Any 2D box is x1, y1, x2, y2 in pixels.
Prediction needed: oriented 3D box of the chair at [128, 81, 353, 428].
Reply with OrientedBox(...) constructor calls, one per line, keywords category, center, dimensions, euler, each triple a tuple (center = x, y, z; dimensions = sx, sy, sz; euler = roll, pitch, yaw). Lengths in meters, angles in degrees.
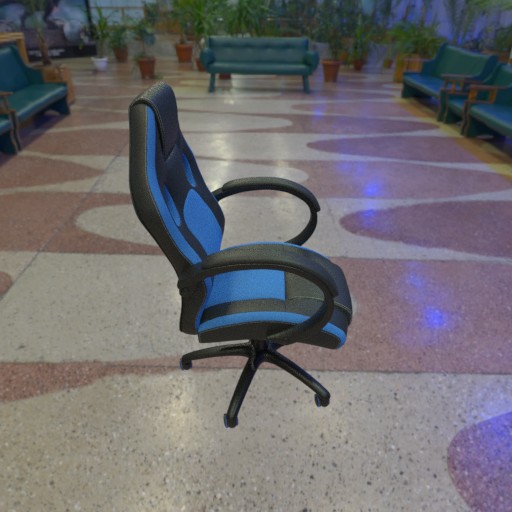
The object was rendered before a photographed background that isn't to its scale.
OrientedBox(category="chair", center=(0.000, 0.000, 1.645), dimensions=(0.724, 1.187, 0.673), euler=(1, 31, 2))
